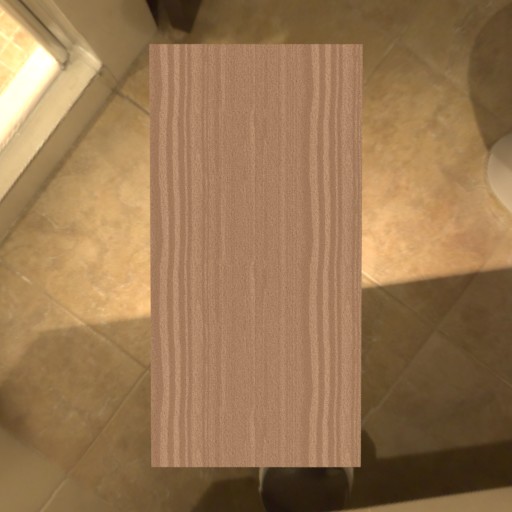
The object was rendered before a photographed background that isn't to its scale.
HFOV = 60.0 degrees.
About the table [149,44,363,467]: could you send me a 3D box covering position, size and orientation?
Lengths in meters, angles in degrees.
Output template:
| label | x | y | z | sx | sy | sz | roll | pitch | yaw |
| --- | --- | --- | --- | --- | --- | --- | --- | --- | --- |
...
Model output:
| label | x | y | z | sx | sy | sz | roll | pitch | yaw |
| --- | --- | --- | --- | --- | --- | --- | --- | --- | --- |
| table | 0.000 | 0.000 | 1.480 | 0.600 | 0.450 | 1.200 | 0 | 91 | 0 |
